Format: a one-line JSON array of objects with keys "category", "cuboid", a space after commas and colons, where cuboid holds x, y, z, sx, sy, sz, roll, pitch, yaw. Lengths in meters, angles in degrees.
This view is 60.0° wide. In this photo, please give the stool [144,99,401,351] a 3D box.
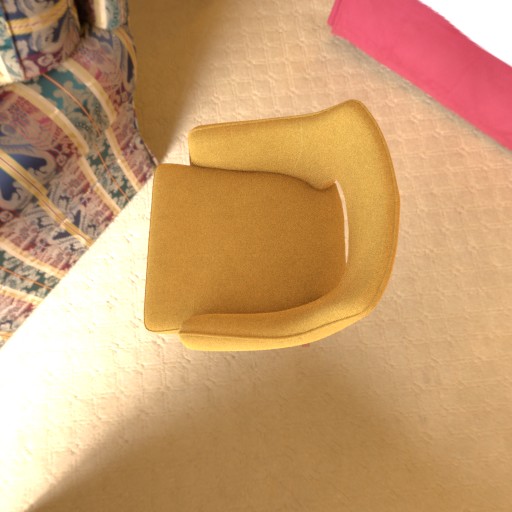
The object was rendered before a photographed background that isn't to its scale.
[{"category": "stool", "cuboid": [0.000, 0.000, 1.270, 0.558, 0.924, 0.548, 1, 76, 0]}]
